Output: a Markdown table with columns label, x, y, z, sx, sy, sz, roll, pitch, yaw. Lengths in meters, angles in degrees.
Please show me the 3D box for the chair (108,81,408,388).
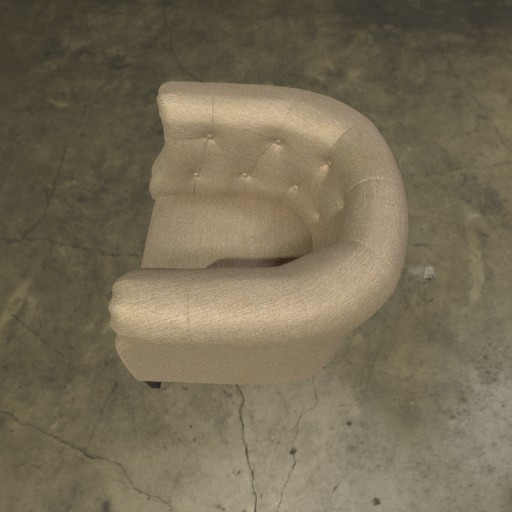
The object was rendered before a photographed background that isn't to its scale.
| label | x | y | z | sx | sy | sz | roll | pitch | yaw |
| --- | --- | --- | --- | --- | --- | --- | --- | --- | --- |
| chair | 0.000 | 0.000 | 1.542 | 0.852 | 0.827 | 0.905 | 2 | 58 | 1 |
